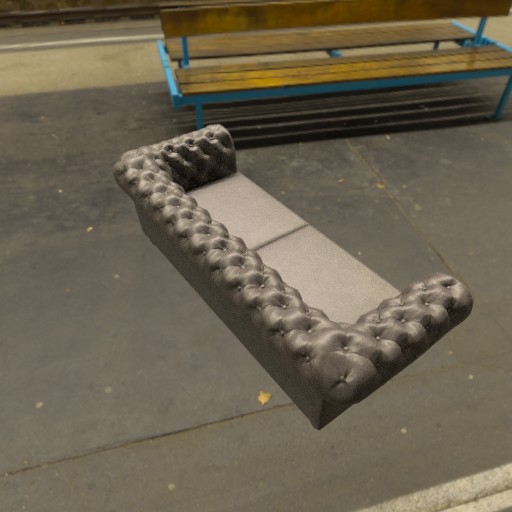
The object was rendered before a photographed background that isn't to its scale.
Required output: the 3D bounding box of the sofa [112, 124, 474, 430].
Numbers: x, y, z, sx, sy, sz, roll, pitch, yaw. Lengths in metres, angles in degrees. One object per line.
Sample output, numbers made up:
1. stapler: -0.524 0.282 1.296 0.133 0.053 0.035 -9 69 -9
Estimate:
1. sofa: 0.000 0.000 2.860 0.944 0.783 2.385 -26 48 -26
